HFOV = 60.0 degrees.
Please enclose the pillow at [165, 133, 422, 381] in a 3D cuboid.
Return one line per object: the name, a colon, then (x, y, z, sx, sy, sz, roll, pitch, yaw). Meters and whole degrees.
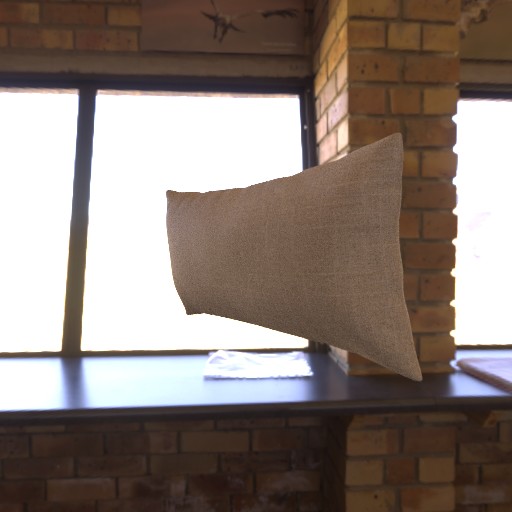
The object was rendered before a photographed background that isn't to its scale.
pillow: (0.000, 0.000, 0.749, 0.155, 0.282, 0.612, -1, 2, -35)
